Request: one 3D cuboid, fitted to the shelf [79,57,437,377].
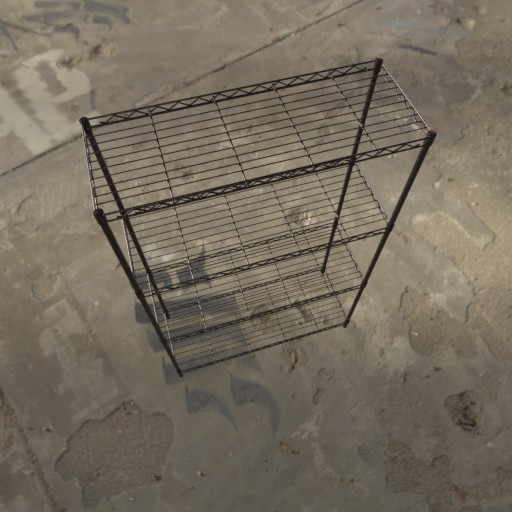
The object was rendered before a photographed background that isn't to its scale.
[{"bbox_3d":[0.000,0.000,1.776,0.907,1.361,0.352,-15,60,-9],"label":"shelf"}]
